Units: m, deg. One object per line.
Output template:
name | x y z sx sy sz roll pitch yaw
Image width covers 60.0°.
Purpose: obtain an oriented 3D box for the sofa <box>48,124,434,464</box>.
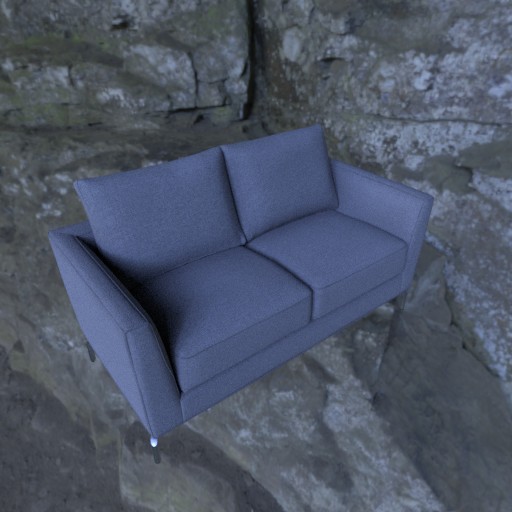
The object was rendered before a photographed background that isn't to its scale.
sofa | 0.000 0.000 2.101 1.594 0.924 0.803 -22 38 -31
